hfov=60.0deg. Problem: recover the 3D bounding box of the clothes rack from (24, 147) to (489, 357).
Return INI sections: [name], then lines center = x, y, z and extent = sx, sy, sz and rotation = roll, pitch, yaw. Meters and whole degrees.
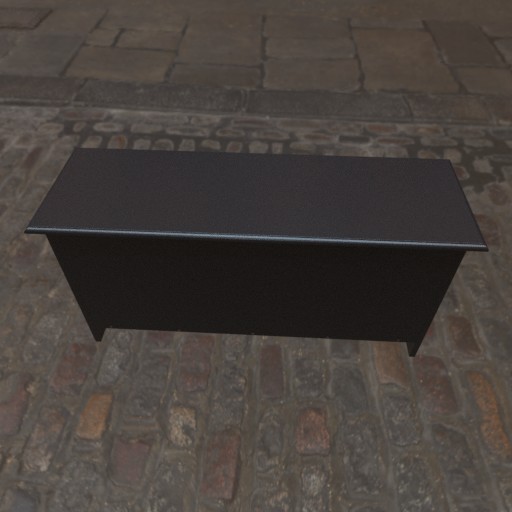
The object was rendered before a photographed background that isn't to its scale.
[clothes rack]
center = 0.000, 0.000, 1.492
extent = 1.219, 0.556, 0.406
rotation = 2, 46, 2
